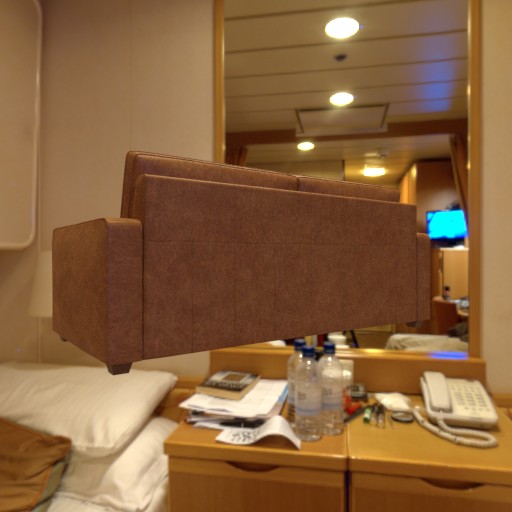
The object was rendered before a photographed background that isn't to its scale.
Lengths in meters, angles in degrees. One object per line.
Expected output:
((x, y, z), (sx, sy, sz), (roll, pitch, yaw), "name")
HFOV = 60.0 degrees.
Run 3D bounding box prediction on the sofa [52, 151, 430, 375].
((0.000, 0.000, 2.676), (2.156, 0.928, 0.991), (0, 0, -36), "sofa")
